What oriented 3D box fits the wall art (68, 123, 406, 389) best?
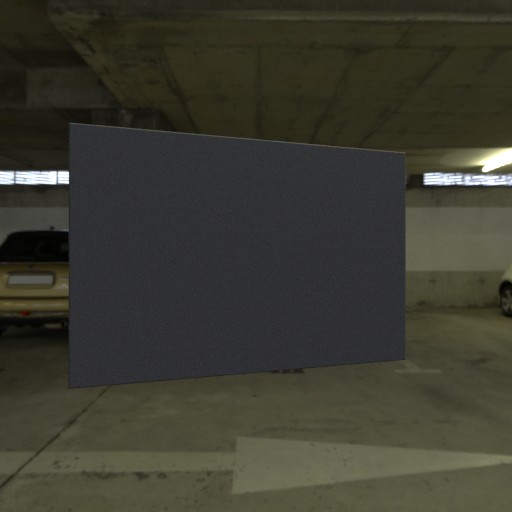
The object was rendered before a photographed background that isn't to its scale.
[{"bbox_3d":[0.000,0.000,1.167,0.908,0.604,0.037,0,0,-18],"label":"wall art"}]
